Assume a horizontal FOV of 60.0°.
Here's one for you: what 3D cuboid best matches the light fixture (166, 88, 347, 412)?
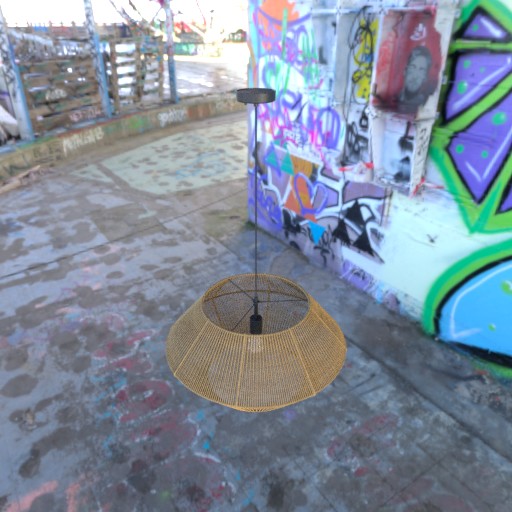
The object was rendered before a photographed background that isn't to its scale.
[{"bbox_3d":[0.000,0.000,1.429,0.643,1.009,0.643,0,29,0],"label":"light fixture"}]
